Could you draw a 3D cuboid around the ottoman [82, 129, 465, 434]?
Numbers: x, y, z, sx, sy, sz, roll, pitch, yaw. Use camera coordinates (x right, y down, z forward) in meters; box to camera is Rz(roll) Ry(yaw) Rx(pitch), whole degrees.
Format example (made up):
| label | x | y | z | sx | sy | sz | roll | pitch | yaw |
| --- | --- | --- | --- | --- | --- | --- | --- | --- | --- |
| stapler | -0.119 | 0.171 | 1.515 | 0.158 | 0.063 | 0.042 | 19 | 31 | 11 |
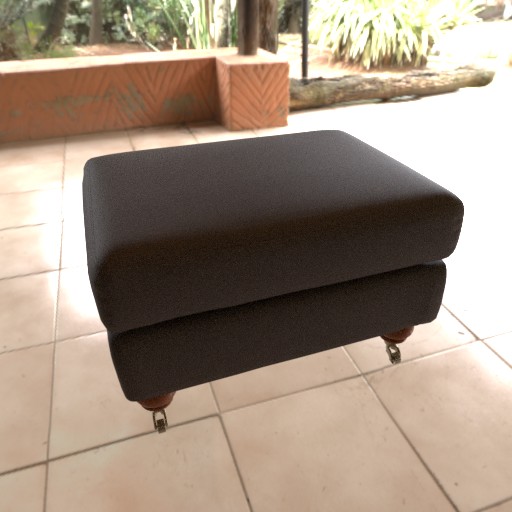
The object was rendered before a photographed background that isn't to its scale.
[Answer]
| label | x | y | z | sx | sy | sz | roll | pitch | yaw |
| --- | --- | --- | --- | --- | --- | --- | --- | --- | --- |
| ottoman | 0.000 | 0.000 | 1.132 | 0.773 | 0.497 | 0.574 | -11 | 34 | -16 |
